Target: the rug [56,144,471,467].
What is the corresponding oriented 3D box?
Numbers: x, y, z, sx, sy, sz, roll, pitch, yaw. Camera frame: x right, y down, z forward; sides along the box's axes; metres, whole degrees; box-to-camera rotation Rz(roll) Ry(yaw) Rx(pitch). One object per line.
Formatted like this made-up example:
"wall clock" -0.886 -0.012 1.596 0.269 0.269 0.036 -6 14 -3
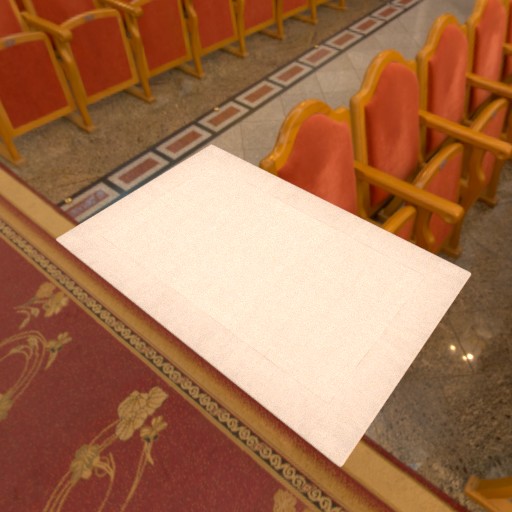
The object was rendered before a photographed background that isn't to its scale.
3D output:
"rug" 0.000 0.000 2.327 1.829 0.013 1.219 31 54 26
